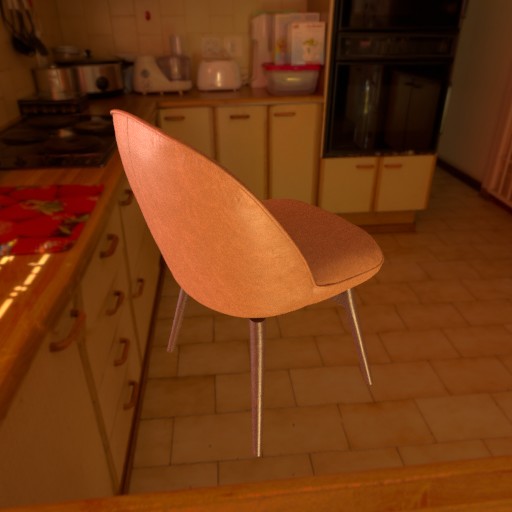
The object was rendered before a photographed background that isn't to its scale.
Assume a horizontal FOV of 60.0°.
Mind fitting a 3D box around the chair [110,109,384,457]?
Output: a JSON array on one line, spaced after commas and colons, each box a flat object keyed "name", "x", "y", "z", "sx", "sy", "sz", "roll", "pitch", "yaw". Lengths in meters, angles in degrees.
[{"name": "chair", "x": 0.000, "y": 0.000, "z": 1.219, "sx": 0.631, "sy": 0.831, "sz": 0.521, "roll": -19, "pitch": 34, "yaw": -31}]
